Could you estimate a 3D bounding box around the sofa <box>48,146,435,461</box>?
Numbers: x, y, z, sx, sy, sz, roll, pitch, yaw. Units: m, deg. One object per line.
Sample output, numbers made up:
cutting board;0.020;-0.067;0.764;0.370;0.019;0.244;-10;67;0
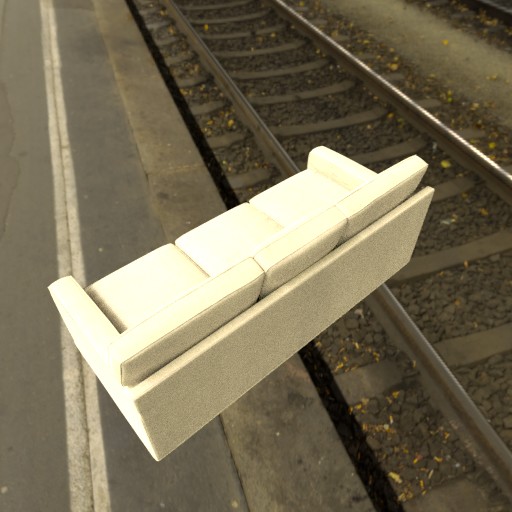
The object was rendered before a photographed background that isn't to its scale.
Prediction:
sofa;0.000;0.000;2.618;2.093;0.862;0.936;-32;53;-28
